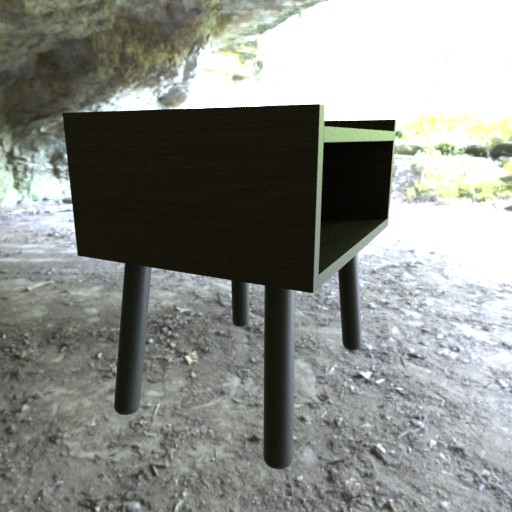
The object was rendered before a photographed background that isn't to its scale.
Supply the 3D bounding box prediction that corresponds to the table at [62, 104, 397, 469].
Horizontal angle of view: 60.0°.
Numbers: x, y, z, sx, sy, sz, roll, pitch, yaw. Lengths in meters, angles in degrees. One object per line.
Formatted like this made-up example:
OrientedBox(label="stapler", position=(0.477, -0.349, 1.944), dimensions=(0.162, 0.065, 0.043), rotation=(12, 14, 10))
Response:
OrientedBox(label="table", position=(0.000, 0.000, 0.784), dimensions=(0.370, 0.470, 0.450), rotation=(7, 17, 26))
